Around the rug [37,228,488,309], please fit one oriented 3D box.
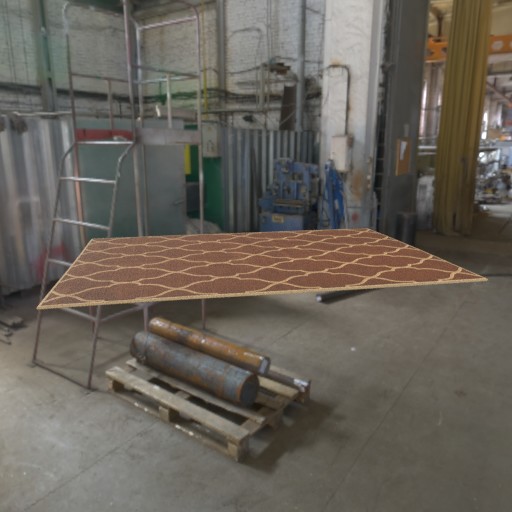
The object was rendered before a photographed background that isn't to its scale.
[{"bbox_3d":[0.000,0.000,2.909,2.290,0.014,1.526,-3,14,-11],"label":"rug"}]
